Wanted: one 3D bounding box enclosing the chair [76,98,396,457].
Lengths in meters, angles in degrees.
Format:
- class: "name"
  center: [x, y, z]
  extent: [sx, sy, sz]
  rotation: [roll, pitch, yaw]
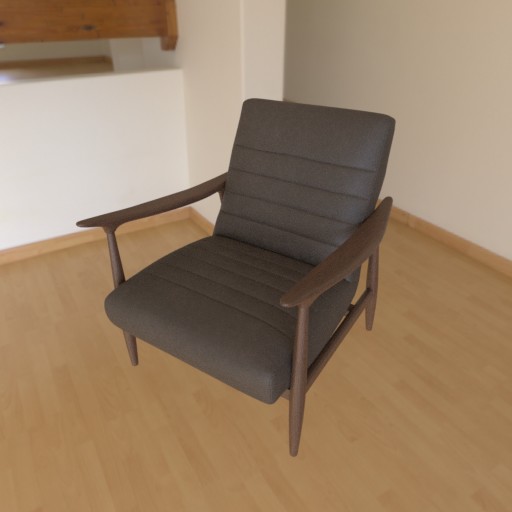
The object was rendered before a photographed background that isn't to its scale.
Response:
- class: "chair"
  center: [0.000, 0.000, 1.447]
  extent: [0.741, 0.831, 0.798]
  rotation: [19, 35, 28]
